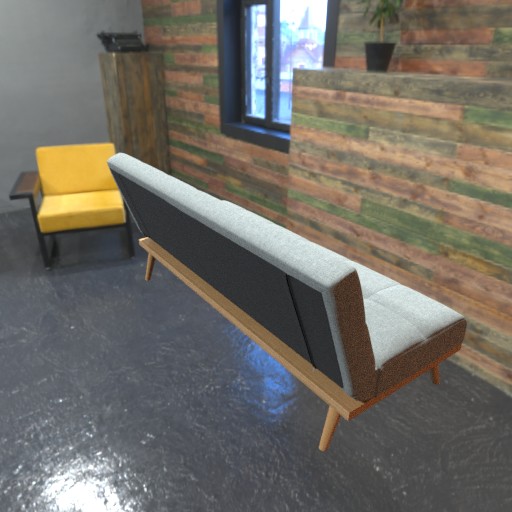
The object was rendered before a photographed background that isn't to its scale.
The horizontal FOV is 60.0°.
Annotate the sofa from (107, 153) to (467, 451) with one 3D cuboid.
[{"bbox_3d":[0.000,0.000,2.195,0.800,0.800,1.820,-17,30,-32],"label":"sofa"}]
